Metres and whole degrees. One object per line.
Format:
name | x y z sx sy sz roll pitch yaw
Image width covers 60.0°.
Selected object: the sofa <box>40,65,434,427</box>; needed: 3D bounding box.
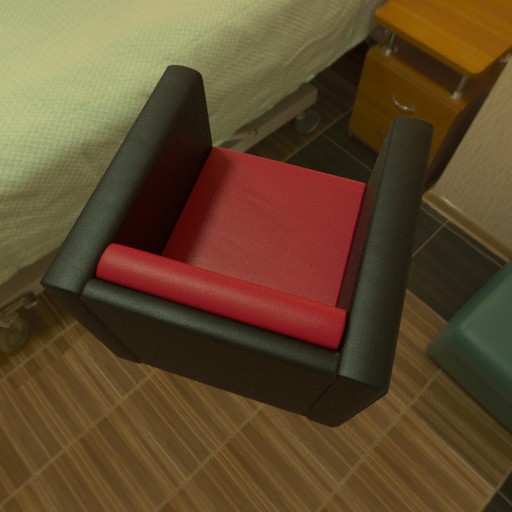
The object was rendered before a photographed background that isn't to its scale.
sofa | 0.000 0.000 1.457 0.839 0.724 0.809 16 64 8
